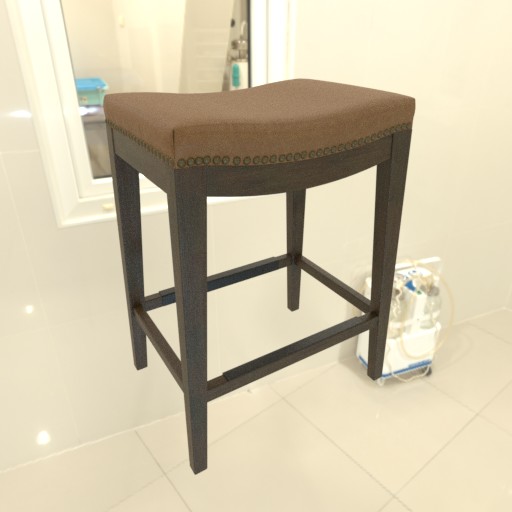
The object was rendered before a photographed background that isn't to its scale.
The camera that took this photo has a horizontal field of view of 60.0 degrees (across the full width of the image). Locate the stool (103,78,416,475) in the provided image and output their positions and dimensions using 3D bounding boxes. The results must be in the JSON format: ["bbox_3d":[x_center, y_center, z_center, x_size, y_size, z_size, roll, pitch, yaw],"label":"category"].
[{"bbox_3d":[0.000,0.000,0.946,0.500,0.660,0.361,-16,32,-28],"label":"stool"}]
